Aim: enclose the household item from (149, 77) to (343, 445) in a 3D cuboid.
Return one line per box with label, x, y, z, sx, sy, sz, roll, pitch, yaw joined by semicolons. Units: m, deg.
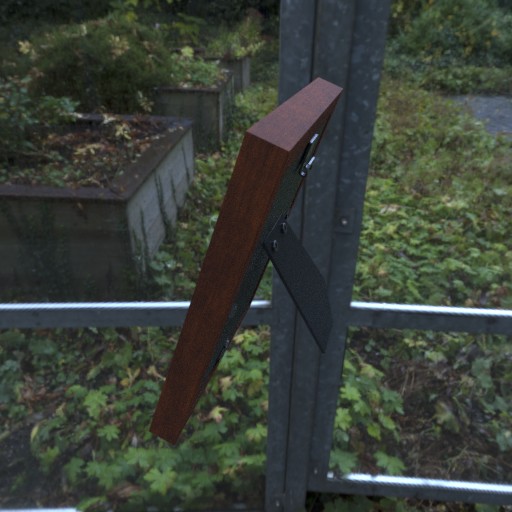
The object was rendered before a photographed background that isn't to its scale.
household item;0.000;0.000;0.294;0.096;0.204;0.160;9;30;15
